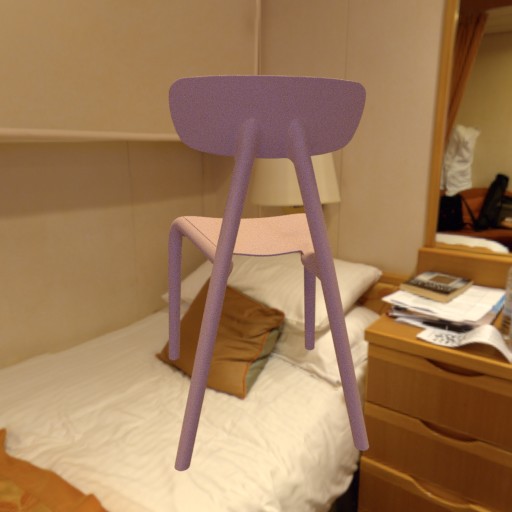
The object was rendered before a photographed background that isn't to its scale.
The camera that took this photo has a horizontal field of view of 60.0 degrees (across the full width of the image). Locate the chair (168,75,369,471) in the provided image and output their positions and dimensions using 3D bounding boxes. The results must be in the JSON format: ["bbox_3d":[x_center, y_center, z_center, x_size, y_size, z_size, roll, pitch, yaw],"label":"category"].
[{"bbox_3d":[0.000,0.000,0.829,0.356,0.580,0.401,-2,14,-9],"label":"chair"}]
